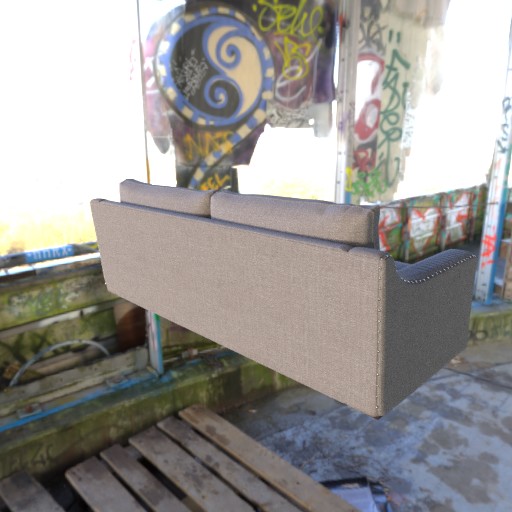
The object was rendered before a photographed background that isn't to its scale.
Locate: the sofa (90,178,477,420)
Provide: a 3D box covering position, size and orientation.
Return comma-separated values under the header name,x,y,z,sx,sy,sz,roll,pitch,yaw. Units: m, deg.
name,x,y,z,sx,sy,sz,roll,pitch,yaw
sofa,0.000,0.000,2.662,2.208,0.857,1.000,14,20,43
